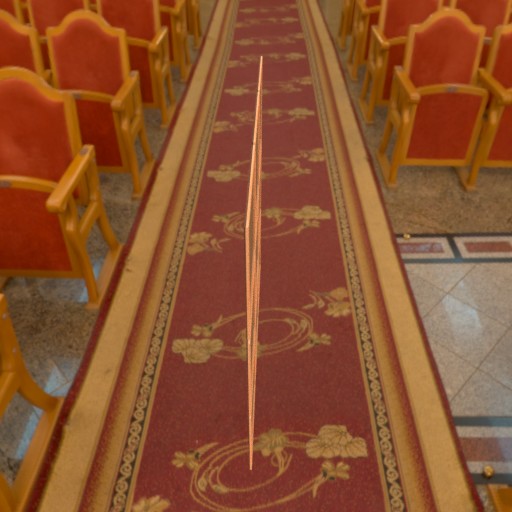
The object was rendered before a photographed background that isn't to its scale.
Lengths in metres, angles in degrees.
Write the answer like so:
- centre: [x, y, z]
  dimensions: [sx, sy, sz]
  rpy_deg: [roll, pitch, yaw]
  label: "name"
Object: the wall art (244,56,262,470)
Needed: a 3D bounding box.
- centre: [0.000, 0.000, 2.301]
  dimensions: [0.013, 1.525, 1.520]
  rpy_deg: [1, 41, 2]
  label: "wall art"
